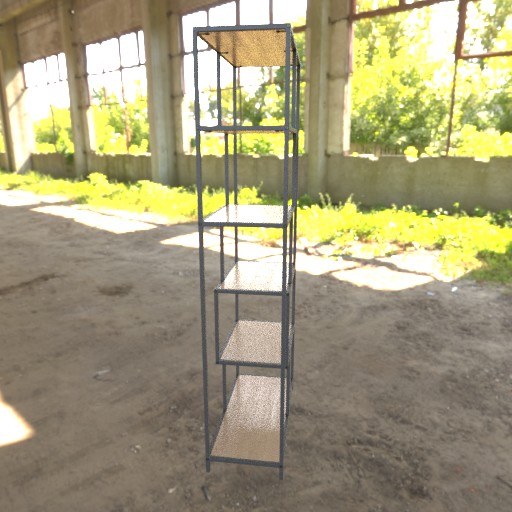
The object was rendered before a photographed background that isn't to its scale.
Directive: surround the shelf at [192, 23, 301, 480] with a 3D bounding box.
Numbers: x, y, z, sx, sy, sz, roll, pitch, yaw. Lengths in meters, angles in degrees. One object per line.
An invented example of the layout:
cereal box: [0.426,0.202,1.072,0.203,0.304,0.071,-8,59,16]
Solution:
shelf: [0.000,0.000,2.135,0.350,1.850,0.770,2,14,8]
